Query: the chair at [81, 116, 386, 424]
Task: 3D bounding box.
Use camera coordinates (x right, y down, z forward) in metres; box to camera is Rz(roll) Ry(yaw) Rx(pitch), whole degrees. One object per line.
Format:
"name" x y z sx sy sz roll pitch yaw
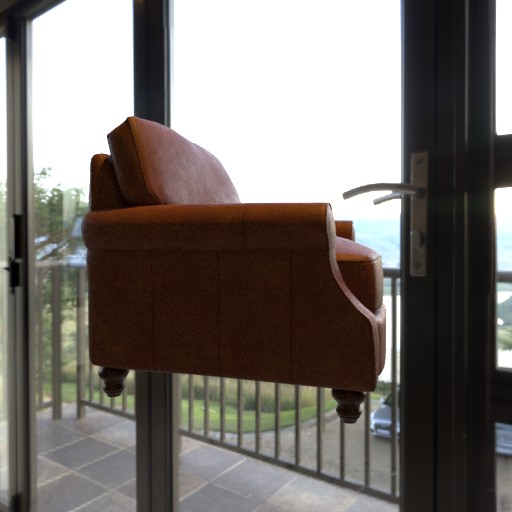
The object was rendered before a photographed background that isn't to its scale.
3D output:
"chair" 0.000 0.000 1.742 0.986 0.962 0.983 0 1 17
